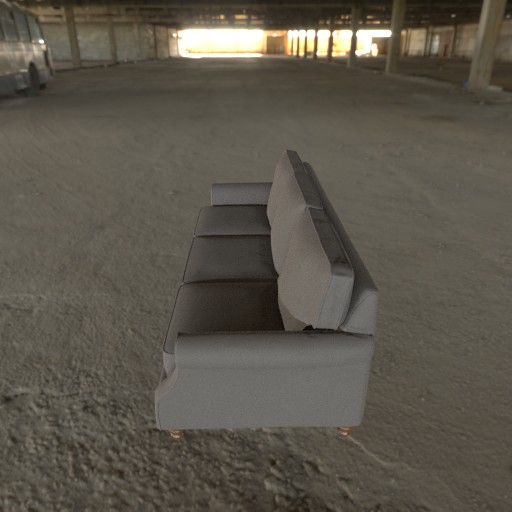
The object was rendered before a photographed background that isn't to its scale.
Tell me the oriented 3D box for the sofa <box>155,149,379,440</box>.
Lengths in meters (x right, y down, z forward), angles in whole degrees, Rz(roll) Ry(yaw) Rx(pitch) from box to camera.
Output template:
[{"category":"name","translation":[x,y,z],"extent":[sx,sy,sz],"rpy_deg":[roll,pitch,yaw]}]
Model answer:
[{"category":"sofa","translation":[0.000,0.000,2.865],"extent":[0.966,0.948,2.353],"rpy_deg":[-1,26,-1]}]
